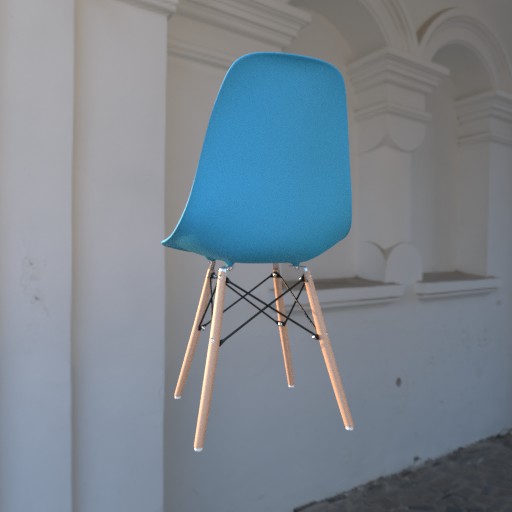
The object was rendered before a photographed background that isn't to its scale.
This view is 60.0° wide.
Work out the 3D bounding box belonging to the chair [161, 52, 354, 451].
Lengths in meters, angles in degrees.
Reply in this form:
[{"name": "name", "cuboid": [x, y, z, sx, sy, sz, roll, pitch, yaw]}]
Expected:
[{"name": "chair", "cuboid": [0.000, 0.000, 1.159, 0.470, 0.826, 0.531, 0, 0, -18]}]
